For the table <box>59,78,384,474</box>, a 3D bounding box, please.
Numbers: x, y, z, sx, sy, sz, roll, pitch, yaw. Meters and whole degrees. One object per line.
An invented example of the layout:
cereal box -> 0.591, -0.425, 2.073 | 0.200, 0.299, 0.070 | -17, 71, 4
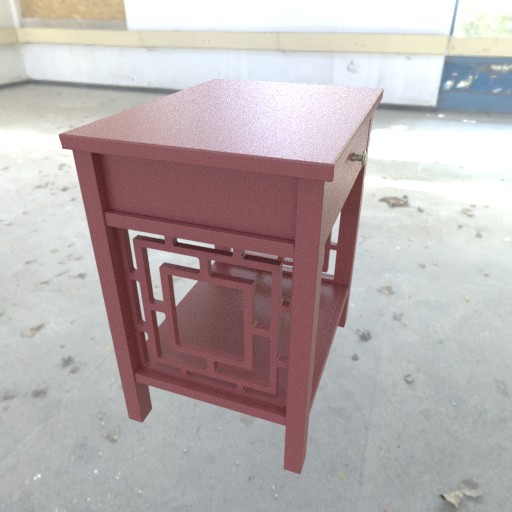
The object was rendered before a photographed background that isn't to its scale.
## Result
table -> 0.000, 0.000, 1.052 | 0.451, 0.686, 0.599 | 10, 32, 17
